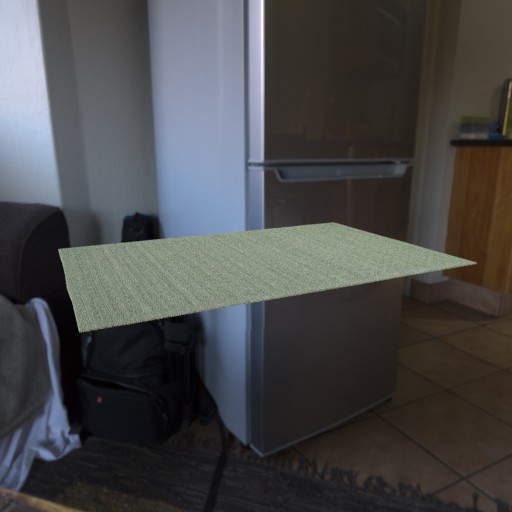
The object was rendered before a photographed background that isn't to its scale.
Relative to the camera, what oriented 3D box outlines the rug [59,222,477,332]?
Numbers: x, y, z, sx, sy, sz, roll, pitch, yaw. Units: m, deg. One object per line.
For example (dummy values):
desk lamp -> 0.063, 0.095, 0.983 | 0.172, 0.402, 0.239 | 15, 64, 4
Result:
rug -> 0.000, 0.000, 2.197 | 1.747, 0.006, 1.143 | -7, 16, -25
